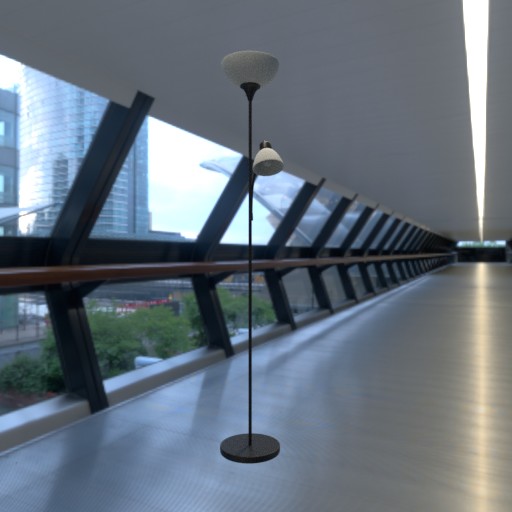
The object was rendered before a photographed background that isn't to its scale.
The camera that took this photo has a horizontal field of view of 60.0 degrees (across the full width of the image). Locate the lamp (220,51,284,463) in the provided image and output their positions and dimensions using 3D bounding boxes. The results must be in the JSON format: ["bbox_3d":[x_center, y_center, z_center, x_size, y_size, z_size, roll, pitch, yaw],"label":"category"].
[{"bbox_3d":[0.000,0.000,1.989,0.279,1.804,0.442,0,-1,-19],"label":"lamp"}]
